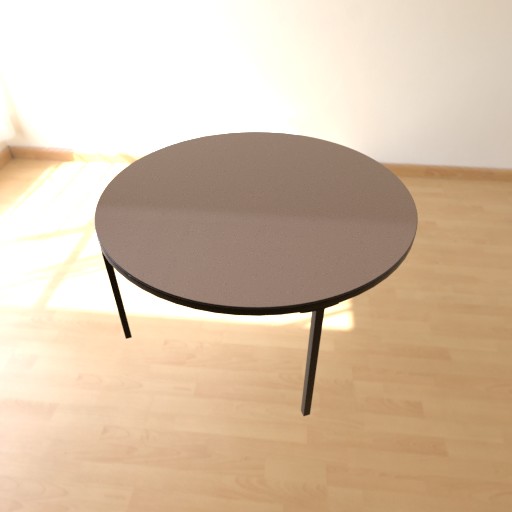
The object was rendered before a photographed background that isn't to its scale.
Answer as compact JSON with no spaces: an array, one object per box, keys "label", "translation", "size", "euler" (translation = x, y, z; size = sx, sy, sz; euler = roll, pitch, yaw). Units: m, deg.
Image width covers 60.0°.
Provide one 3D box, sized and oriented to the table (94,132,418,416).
[{"label":"table","translation":[0.000,0.000,1.261],"size":[0.800,0.400,0.800],"euler":[0,39,0]}]
